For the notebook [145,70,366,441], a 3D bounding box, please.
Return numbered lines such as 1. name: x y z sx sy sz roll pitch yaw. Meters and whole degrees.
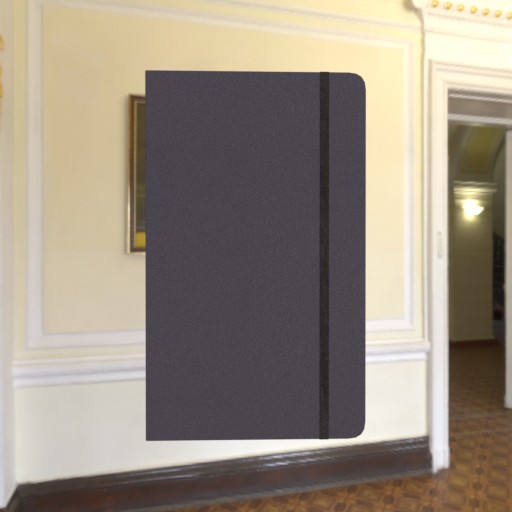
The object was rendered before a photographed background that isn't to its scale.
1. notebook: 0.000 0.000 0.263 0.127 0.213 0.016 0 0 -1
